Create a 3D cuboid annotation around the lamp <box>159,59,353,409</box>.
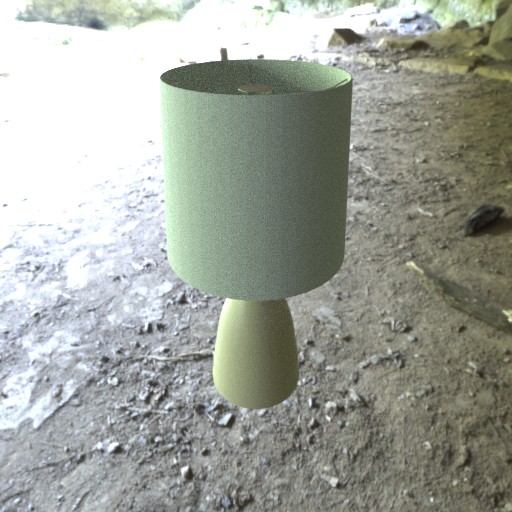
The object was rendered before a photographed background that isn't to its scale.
[{"bbox_3d":[0.000,0.000,0.479,0.186,0.369,0.186,0,32,0],"label":"lamp"}]
